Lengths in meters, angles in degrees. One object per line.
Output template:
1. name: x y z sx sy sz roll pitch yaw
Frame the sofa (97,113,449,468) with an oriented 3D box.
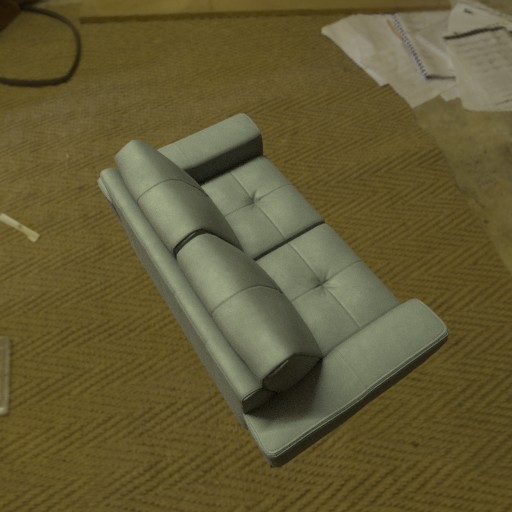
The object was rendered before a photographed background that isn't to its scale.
1. sofa: 0.000 0.000 2.334 1.018 0.907 1.806 -29 63 -17
